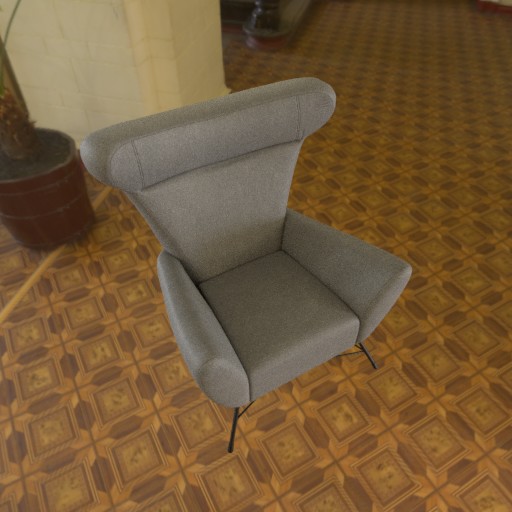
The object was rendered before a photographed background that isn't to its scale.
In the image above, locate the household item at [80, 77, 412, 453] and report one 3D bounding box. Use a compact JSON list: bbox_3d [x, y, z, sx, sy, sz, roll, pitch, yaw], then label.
[{"bbox_3d":[0.000,0.000,1.773,0.980,1.050,0.900,-22,50,-20],"label":"household item"}]
